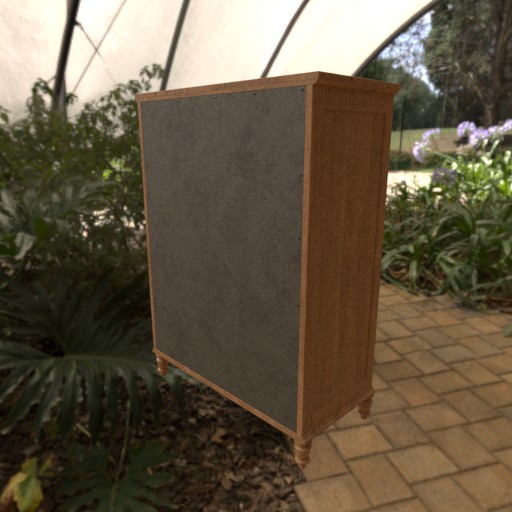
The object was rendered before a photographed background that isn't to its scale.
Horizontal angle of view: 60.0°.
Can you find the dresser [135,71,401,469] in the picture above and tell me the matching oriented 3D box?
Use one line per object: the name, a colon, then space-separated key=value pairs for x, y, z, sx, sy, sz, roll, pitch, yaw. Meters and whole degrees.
dresser: x=0.000 y=0.000 z=1.871 sx=0.484 sy=1.318 sz=0.973 roll=-14 pitch=21 yaw=-43
